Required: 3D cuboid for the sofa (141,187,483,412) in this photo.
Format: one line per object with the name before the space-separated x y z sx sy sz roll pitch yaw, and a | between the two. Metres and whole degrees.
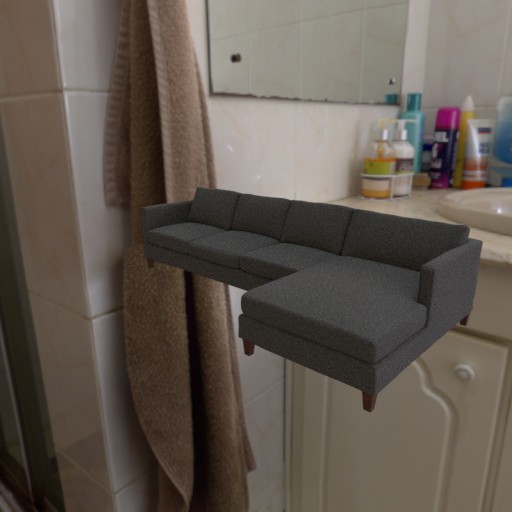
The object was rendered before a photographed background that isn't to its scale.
sofa | 0.000 0.000 3.867 3.186 0.846 1.625 14 22 41
